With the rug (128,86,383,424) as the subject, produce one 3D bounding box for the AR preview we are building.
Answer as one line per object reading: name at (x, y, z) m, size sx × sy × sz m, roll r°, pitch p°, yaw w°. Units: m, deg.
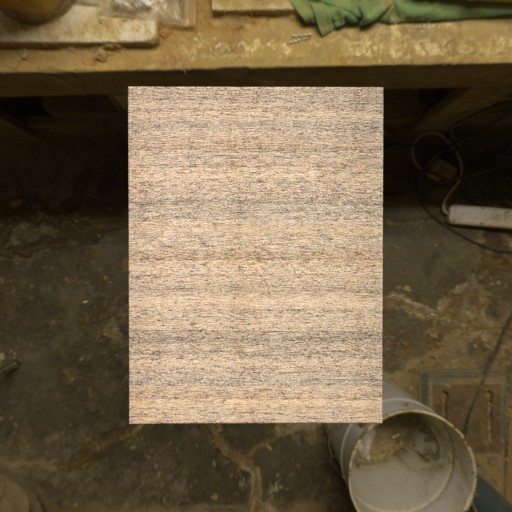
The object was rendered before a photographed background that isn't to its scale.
rug at (0.000, 0.000, 4.214) m, size 2.414 × 0.036 × 3.199 m, roll 0°, pitch 91°, yaw 0°
